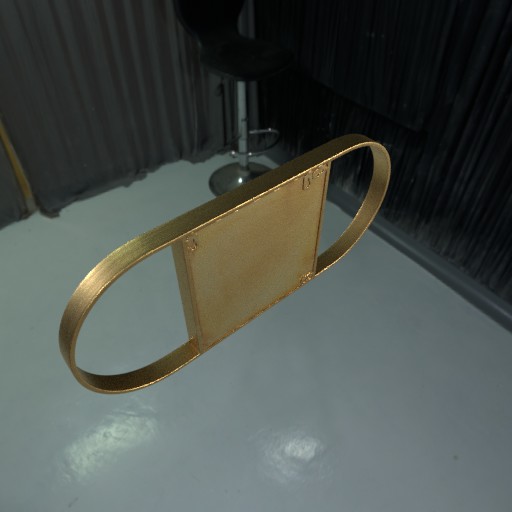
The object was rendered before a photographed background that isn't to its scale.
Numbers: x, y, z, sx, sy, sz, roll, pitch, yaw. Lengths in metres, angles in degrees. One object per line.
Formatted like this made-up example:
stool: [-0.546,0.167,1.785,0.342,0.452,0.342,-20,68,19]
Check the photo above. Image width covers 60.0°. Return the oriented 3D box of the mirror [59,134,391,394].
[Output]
mirror: [0.000,0.000,0.661,0.584,0.254,0.032,-31,53,-27]
